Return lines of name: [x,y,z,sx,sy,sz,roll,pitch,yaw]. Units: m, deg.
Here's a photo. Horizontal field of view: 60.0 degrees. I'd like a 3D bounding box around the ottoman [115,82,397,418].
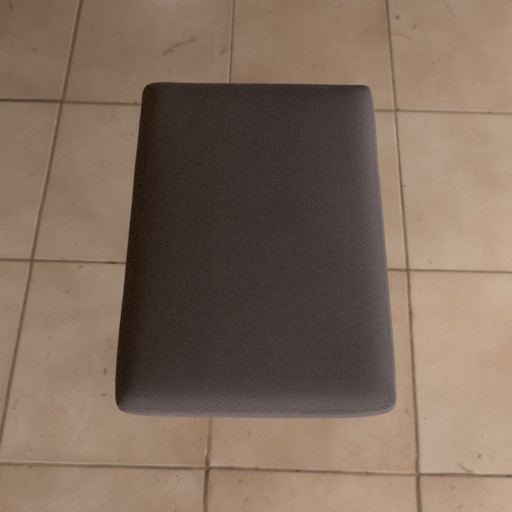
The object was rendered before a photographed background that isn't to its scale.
ottoman: [0.000,0.000,1.148,0.574,0.497,0.773,0,73,0]
